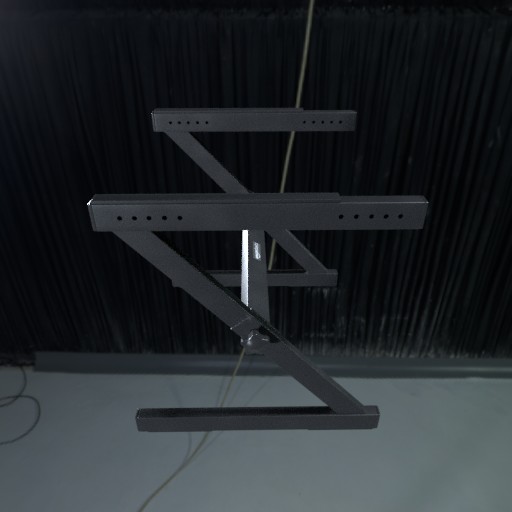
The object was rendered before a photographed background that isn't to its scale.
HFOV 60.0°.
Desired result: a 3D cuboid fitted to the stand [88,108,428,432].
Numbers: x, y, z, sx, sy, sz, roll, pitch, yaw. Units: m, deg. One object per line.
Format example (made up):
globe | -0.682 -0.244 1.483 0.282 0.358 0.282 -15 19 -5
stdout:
stand | 0.000 0.000 1.179 0.586 0.617 0.700 0 32 -1
